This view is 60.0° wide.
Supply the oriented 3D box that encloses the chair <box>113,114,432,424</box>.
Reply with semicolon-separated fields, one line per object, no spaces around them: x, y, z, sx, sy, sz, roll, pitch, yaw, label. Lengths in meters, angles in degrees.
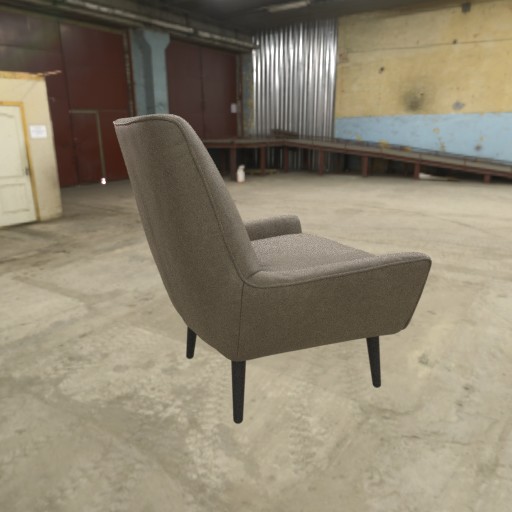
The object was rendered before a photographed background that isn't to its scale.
0.000;0.000;1.483;0.824;0.888;0.787;-8;17;-26;chair
